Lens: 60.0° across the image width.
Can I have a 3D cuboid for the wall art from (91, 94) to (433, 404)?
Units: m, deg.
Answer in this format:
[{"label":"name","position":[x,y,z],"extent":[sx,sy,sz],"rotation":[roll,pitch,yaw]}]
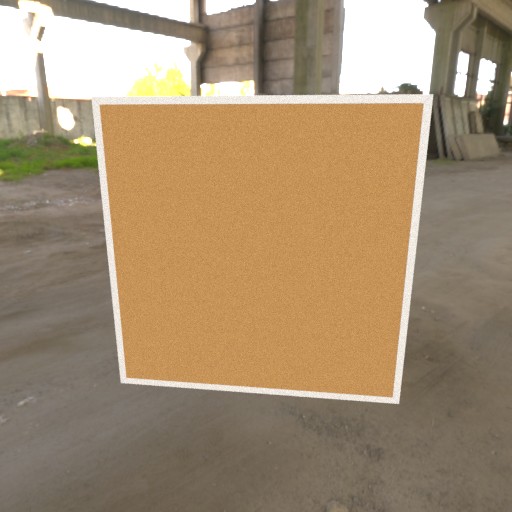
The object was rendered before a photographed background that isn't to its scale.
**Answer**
[{"label":"wall art","position":[0.000,0.000,0.448],"extent":[0.304,0.304,0.024],"rotation":[2,17,7]}]
